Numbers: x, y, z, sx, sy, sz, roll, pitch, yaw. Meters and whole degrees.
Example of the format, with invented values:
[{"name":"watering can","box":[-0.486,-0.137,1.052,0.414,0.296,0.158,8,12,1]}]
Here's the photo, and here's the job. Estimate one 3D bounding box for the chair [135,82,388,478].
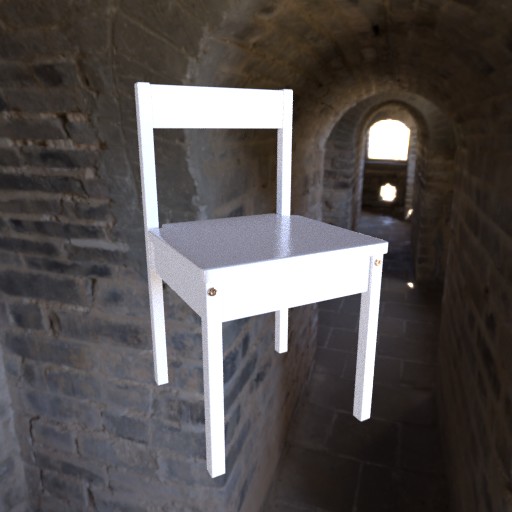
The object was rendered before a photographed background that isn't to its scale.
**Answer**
[{"name":"chair","box":[0.000,0.000,0.896,0.367,0.668,0.361,-8,18,-27]}]
